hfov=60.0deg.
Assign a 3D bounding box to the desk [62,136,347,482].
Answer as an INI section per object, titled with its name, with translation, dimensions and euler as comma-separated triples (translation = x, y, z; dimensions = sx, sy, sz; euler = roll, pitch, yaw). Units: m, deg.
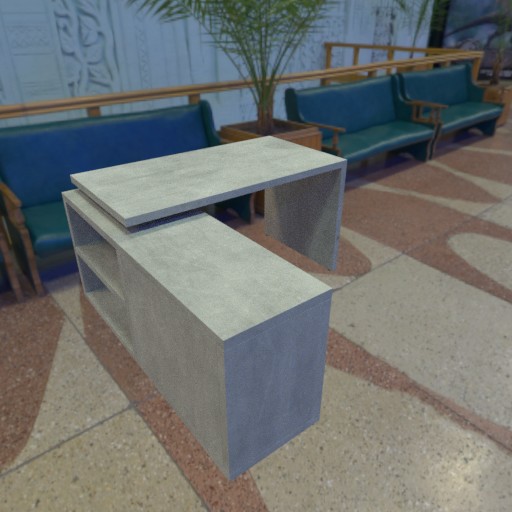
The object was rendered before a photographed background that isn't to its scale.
[desk]
translation = 0.000, 0.000, 2.304
dimensions = 1.400, 0.740, 1.500
euler = -21, 35, -32
